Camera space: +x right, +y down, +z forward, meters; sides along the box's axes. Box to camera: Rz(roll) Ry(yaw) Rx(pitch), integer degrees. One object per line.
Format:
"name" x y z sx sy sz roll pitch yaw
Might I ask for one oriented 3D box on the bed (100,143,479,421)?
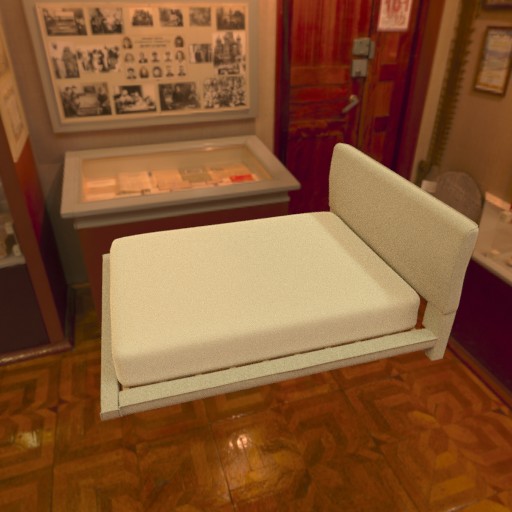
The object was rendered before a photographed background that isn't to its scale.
"bed" 0.000 0.000 3.375 2.368 1.067 1.840 -8 32 -14
